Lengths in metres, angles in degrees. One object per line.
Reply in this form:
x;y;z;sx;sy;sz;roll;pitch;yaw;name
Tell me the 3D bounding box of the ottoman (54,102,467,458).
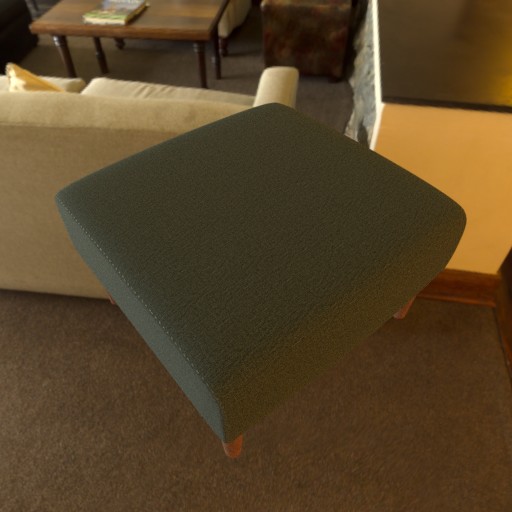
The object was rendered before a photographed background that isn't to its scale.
0.000;0.000;1.047;0.650;0.398;0.649;-31;54;-26;ottoman
